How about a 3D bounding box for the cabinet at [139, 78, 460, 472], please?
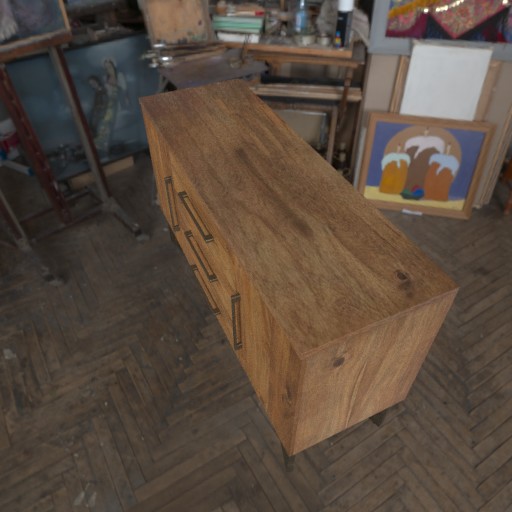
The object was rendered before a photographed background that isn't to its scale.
[{"bbox_3d":[0.000,0.000,1.761,0.480,0.812,1.373,-19,48,-18],"label":"cabinet"}]
